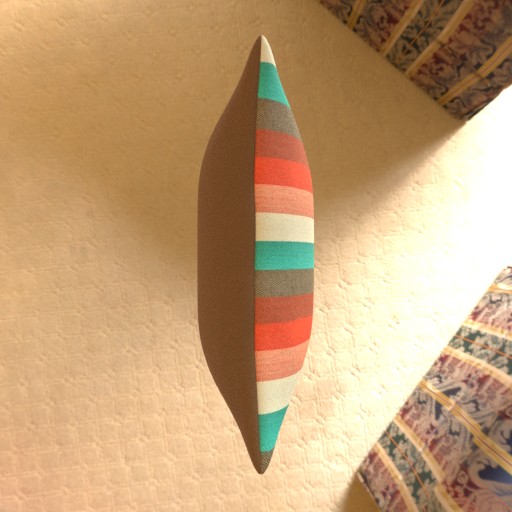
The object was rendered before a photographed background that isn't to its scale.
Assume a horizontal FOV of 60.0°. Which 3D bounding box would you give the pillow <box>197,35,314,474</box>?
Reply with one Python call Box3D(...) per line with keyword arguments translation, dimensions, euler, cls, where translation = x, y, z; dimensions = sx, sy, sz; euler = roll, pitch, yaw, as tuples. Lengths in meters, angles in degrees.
Box3D(translation=(0.000, 0.000, 0.674), dimensions=(0.168, 0.443, 0.453), euler=(0, 90, -1), cls="pillow")
